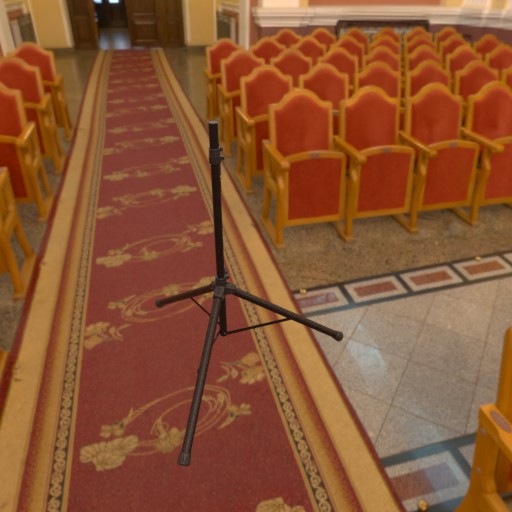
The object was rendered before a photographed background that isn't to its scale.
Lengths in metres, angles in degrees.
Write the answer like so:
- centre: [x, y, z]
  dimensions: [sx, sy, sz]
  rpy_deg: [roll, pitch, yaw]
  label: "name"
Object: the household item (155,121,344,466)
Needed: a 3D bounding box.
- centre: [0.000, 0.000, 1.864]
  dimensions: [0.907, 1.136, 1.045]
  rpy_deg: [-7, 32, -12]
  label: "household item"
